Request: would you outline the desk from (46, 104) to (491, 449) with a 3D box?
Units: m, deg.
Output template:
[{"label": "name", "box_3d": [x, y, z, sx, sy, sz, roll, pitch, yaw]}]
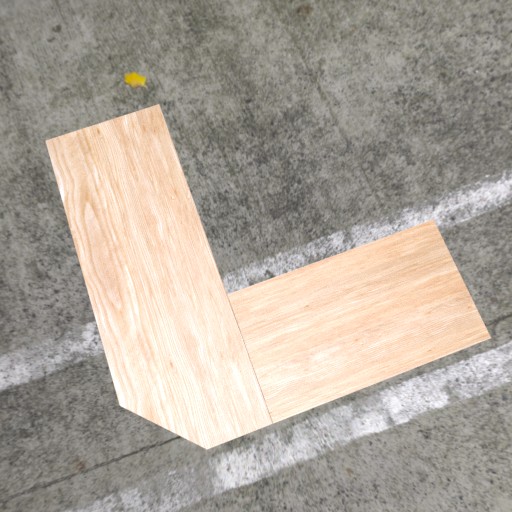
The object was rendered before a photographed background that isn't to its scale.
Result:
[{"label": "desk", "box_3d": [0.000, 0.000, 2.124, 1.379, 0.739, 1.379, -20, 77, -5]}]
